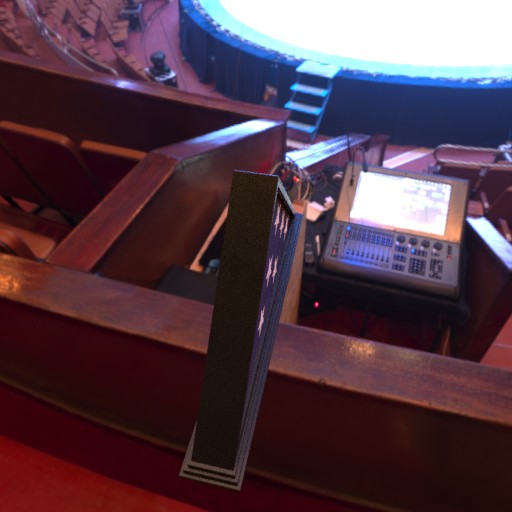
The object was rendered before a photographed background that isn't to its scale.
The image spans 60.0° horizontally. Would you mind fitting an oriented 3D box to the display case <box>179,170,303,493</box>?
[{"bbox_3d":[0.000,0.000,0.757,0.095,0.340,0.640,9,47,9],"label":"display case"}]
